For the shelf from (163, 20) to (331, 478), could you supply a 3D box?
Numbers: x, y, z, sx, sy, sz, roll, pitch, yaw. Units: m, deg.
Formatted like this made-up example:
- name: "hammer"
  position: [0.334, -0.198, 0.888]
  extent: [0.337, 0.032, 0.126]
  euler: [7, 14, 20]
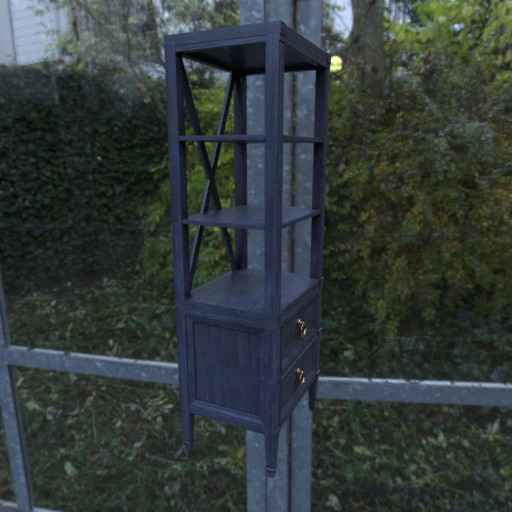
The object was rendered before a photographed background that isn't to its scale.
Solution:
- name: "shelf"
  position: [0.000, 0.000, 1.973]
  extent: [0.472, 1.727, 0.584]
  euler: [6, 14, 25]
